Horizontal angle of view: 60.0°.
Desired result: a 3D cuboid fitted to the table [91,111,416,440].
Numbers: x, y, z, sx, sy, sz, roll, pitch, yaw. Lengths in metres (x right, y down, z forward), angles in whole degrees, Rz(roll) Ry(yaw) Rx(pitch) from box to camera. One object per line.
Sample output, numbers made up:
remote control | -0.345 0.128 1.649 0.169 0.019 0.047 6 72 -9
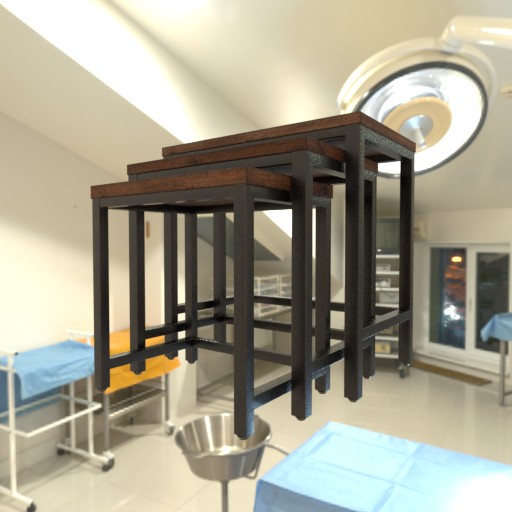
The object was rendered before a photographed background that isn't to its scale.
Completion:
table | 0.000 0.000 1.146 0.608 0.616 0.660 1 2 37
